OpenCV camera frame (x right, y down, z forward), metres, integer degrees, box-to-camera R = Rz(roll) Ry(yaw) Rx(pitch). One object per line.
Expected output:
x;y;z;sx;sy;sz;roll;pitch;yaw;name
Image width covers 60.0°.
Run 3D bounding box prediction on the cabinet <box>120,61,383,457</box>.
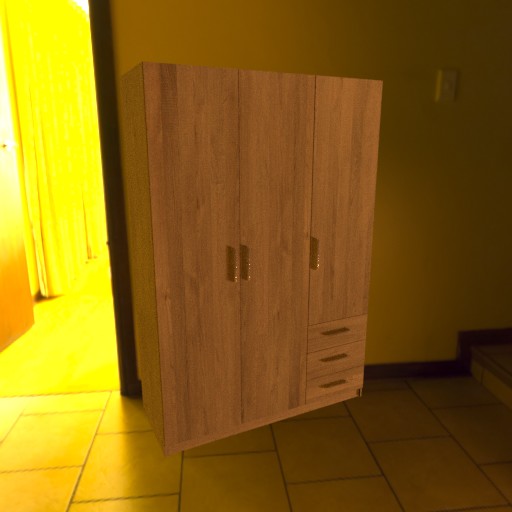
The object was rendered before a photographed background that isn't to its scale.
0.000;0.000;2.548;1.290;1.910;0.510;-7;16;-26;cabinet
